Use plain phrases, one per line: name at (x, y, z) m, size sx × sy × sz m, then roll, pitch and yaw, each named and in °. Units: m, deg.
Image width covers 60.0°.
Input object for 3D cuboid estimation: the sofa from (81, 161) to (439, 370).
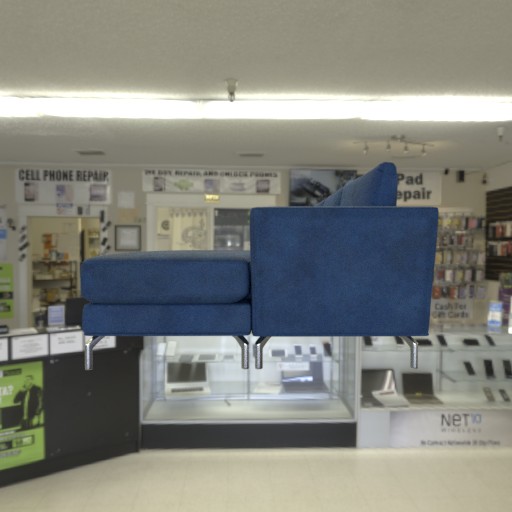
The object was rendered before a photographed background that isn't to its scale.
sofa at (0.000, 0.000, 3.190) m, size 1.622 × 0.987 × 2.438 m, roll 0°, pitch 2°, yaw -1°
